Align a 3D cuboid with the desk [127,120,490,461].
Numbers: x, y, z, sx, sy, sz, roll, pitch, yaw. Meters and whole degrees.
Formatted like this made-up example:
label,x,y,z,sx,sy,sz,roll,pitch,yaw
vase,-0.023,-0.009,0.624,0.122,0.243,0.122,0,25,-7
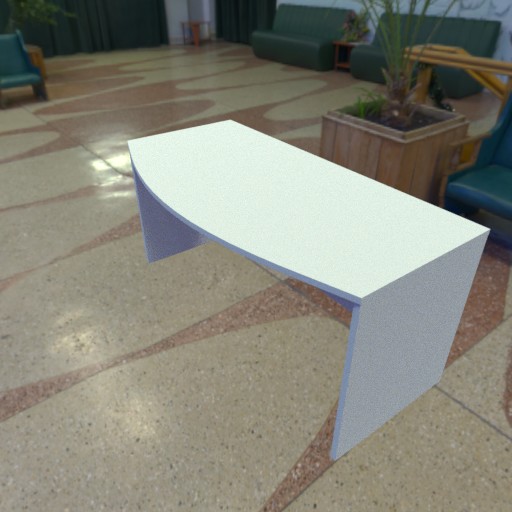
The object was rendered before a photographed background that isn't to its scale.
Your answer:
label,x,y,z,sx,sy,sz,roll,pitch,yaw
desk,0.000,0.000,2.052,0.802,0.750,1.600,-22,39,-30
